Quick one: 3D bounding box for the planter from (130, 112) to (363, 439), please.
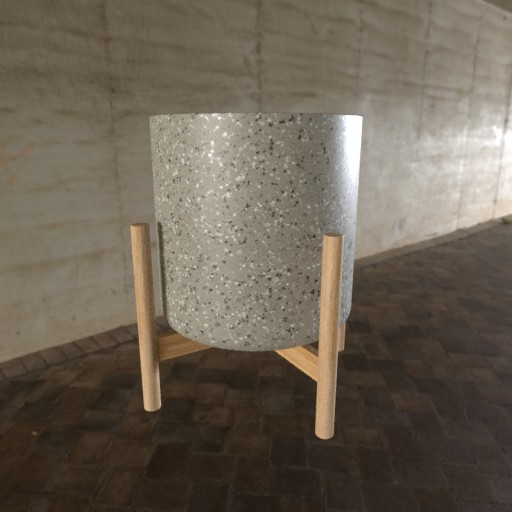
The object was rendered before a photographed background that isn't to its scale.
[{"bbox_3d":[0.000,0.000,0.702,0.360,0.419,0.360,-2,16,-8],"label":"planter"}]
